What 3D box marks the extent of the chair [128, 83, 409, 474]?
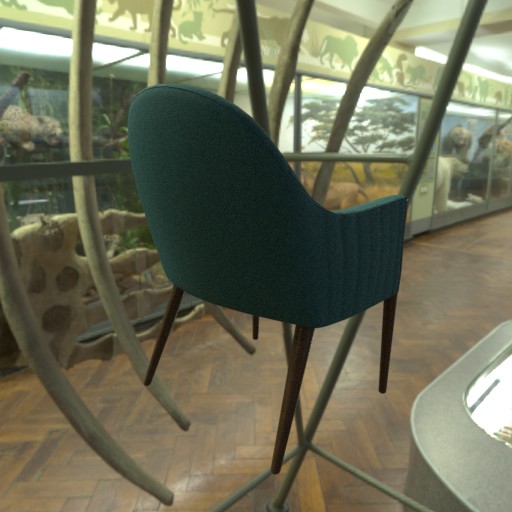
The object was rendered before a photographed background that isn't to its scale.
[{"bbox_3d":[0.000,0.000,1.322,0.656,0.907,0.652,13,19,43],"label":"chair"}]
